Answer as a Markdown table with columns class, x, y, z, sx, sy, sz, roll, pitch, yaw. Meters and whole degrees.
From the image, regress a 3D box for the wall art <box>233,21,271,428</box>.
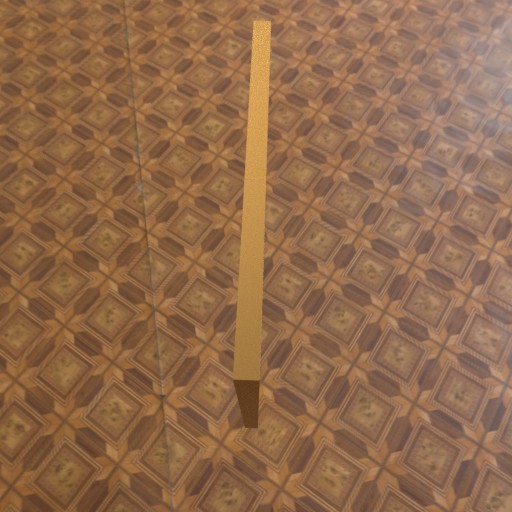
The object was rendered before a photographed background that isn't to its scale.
| class | x | y | z | sx | sy | sz | roll | pitch | yaw |
| --- | --- | --- | --- | --- | --- | --- | --- | --- | --- |
| wall art | 0.000 | 0.000 | 1.136 | 0.038 | 0.762 | 0.762 | 2 | 64 | 1 |
